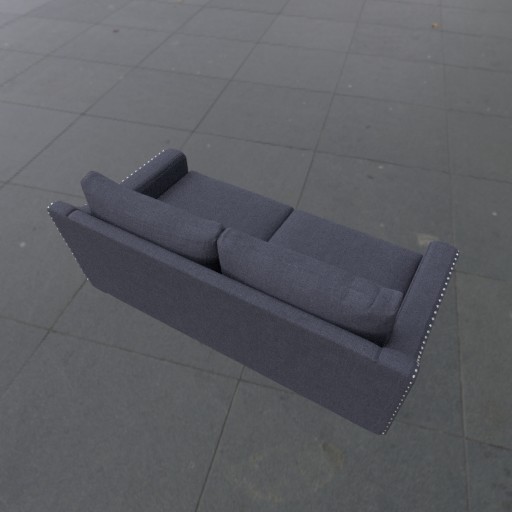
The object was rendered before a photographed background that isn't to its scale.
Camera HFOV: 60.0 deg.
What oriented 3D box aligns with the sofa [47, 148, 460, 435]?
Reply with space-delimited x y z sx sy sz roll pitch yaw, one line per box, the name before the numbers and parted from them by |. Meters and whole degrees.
sofa | 0.000 0.000 3.250 2.550 1.196 1.336 23 50 21
